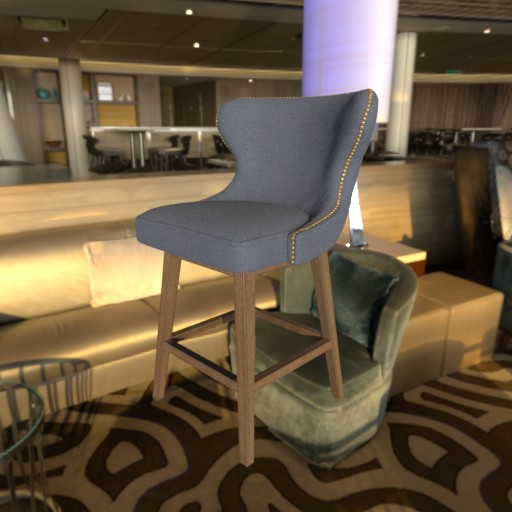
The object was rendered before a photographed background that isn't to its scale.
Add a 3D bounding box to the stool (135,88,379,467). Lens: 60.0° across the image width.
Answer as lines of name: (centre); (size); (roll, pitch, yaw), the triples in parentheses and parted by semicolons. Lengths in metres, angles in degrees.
stool: (0.000, 0.000, 1.378); (0.615, 0.972, 0.597); (15, 22, 43)
